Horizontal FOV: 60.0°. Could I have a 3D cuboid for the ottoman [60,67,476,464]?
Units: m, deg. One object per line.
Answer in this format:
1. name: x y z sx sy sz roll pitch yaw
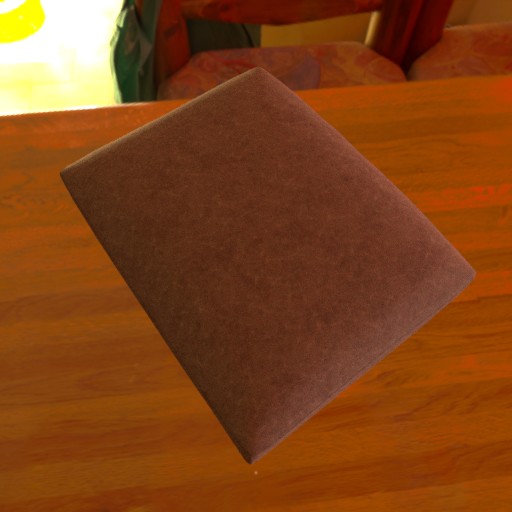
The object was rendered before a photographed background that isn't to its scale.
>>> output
1. ottoman: 0.000 0.000 1.092 0.584 0.513 0.741 -34 69 -15
